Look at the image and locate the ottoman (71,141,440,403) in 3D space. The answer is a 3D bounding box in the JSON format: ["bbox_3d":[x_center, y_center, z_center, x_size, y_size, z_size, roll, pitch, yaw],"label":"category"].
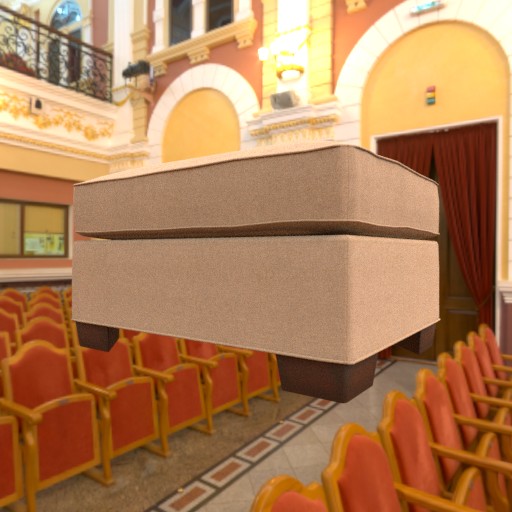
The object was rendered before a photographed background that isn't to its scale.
[{"bbox_3d":[0.000,0.000,1.233,0.846,0.503,0.617,1,1,36],"label":"ottoman"}]
